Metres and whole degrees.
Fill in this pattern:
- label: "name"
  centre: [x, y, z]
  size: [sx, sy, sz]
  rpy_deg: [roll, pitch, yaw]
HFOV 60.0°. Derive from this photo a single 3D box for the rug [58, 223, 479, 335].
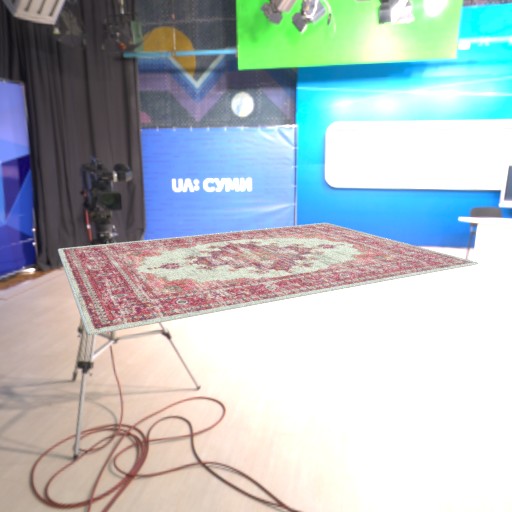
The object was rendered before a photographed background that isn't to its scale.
- label: "rug"
  centre: [0.000, 0.000, 2.837]
  size: [2.232, 0.011, 1.555]
  rpy_deg: [-7, 16, -26]
